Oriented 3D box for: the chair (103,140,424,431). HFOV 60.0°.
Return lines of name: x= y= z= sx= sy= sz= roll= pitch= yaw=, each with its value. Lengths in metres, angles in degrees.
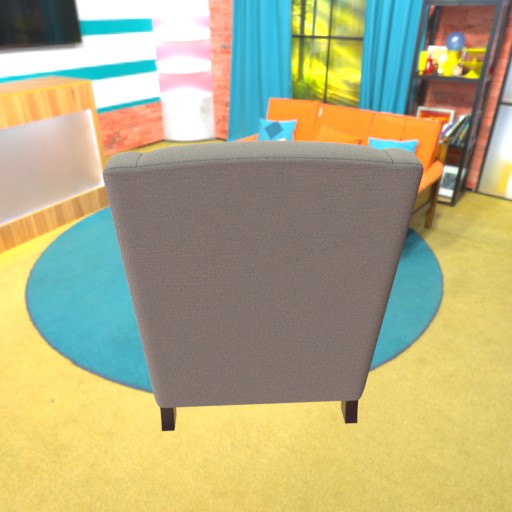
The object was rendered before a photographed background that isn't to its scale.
chair: x=0.000 y=0.000 z=1.574 sx=0.715 sy=1.017 sz=0.896 roll=-1 pitch=30 yaw=-2
